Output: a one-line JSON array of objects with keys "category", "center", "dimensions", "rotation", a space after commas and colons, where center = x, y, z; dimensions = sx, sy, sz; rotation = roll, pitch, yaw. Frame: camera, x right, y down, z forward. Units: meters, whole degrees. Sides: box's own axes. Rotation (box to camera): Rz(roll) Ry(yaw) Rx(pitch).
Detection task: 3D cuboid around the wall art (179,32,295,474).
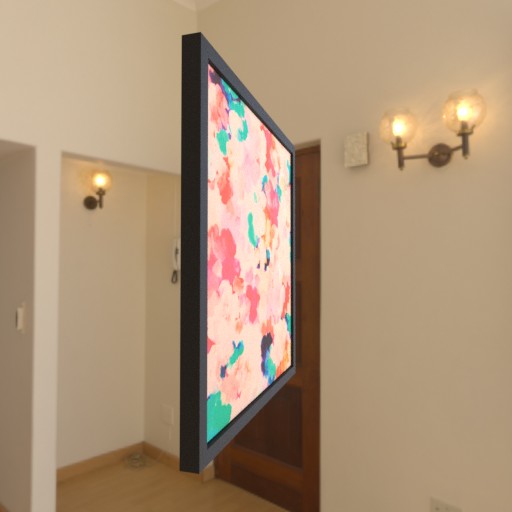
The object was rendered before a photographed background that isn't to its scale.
[{"category": "wall art", "center": [0.000, 0.000, 0.453], "dimensions": [0.015, 0.304, 0.306], "rotation": [-1, -2, 17]}]
